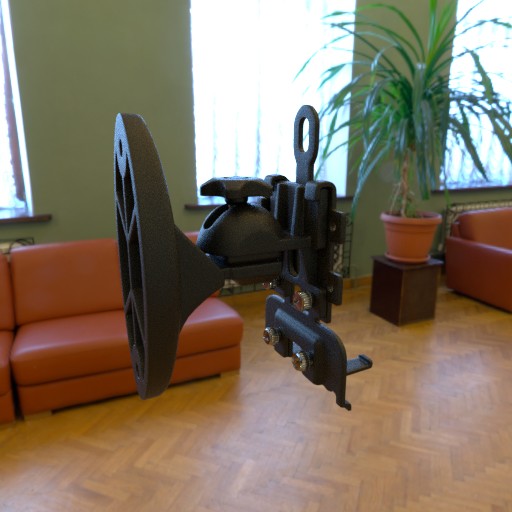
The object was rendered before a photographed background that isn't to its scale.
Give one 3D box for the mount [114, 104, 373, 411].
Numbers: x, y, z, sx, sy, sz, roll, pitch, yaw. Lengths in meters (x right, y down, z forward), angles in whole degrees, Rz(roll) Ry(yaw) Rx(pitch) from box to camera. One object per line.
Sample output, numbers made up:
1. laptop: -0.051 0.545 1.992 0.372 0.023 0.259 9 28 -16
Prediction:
1. mount: 0.000 0.000 0.180 0.100 0.118 0.066 -7 16 -25
